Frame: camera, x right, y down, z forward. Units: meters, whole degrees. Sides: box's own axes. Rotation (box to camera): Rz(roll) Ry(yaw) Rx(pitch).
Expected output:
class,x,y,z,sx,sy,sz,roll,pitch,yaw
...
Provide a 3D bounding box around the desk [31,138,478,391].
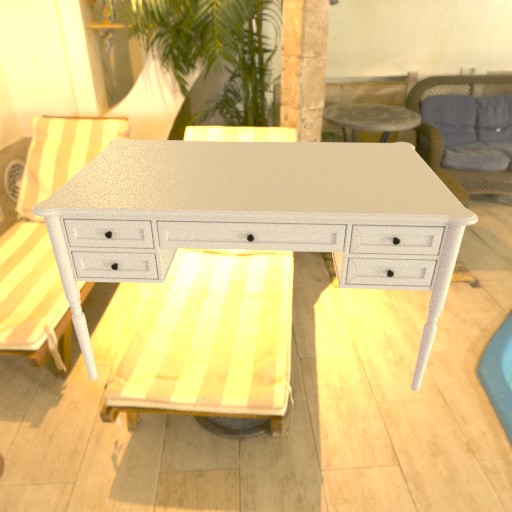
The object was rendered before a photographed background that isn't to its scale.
class,x,y,z,sx,sy,sz,roll,pitch,yaw
desk,0.000,0.000,1.870,1.380,0.762,0.807,1,30,2
